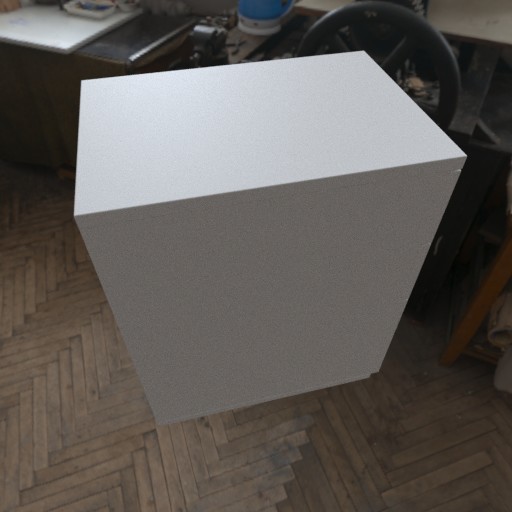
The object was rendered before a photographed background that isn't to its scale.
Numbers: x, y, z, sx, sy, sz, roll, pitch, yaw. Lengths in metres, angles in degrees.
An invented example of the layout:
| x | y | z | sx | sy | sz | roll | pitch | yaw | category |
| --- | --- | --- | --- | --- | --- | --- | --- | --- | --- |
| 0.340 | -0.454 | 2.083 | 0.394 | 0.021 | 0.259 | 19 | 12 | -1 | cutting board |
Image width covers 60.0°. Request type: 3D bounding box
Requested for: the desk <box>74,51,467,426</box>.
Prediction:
| x | y | z | sx | sy | sz | roll | pitch | yaw | category |
| --- | --- | --- | --- | --- | --- | --- | --- | --- | --- |
| 0.000 | 0.000 | 1.041 | 0.600 | 0.730 | 0.404 | -10 | 48 | -9 | desk |
